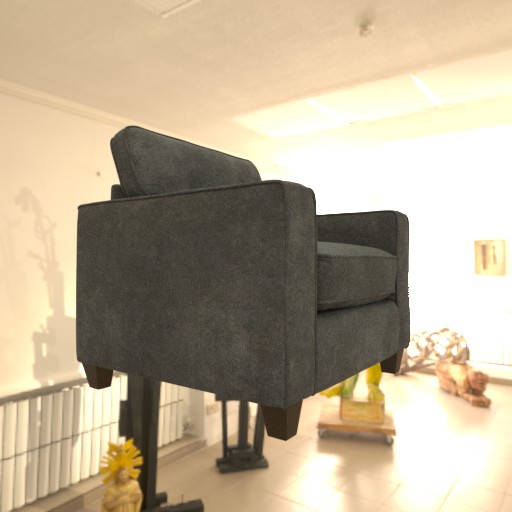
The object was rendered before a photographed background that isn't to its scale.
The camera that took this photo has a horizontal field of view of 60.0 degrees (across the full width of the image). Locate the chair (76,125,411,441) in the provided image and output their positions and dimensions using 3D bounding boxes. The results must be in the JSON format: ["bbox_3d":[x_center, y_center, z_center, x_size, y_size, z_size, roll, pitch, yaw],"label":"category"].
[{"bbox_3d":[0.000,0.000,1.746,0.939,0.965,1.015,0,-1,36],"label":"chair"}]
